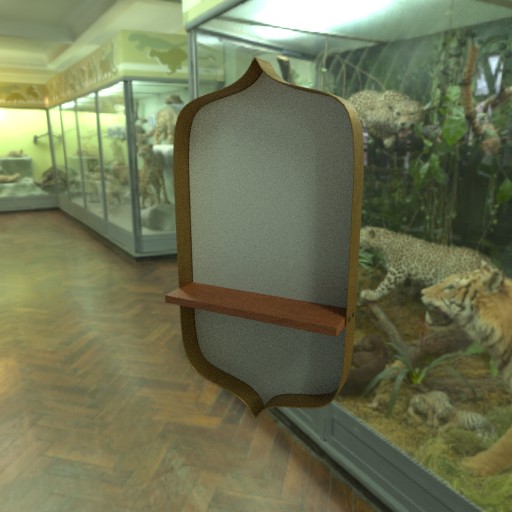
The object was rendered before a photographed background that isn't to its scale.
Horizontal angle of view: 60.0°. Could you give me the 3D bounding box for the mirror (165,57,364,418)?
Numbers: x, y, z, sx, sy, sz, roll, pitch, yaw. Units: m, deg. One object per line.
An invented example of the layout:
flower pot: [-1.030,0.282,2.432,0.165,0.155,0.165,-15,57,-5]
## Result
mirror: [0.000,0.000,0.739,0.323,0.613,0.096,7,16,26]
